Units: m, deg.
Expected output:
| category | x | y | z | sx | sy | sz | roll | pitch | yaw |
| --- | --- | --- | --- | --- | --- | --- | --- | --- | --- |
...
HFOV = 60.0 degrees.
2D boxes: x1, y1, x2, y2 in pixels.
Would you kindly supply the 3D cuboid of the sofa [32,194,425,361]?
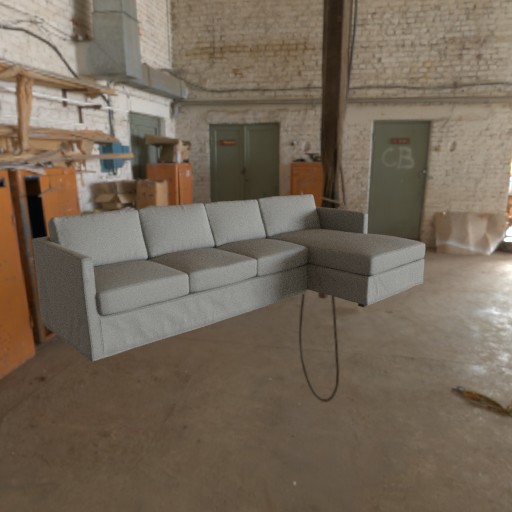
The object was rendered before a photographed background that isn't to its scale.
| category | x | y | z | sx | sy | sz | roll | pitch | yaw |
| --- | --- | --- | --- | --- | --- | --- | --- | --- | --- |
| sofa | 0.000 | 0.000 | 3.908 | 3.177 | 0.867 | 1.622 | -12 | 18 | -42 |
